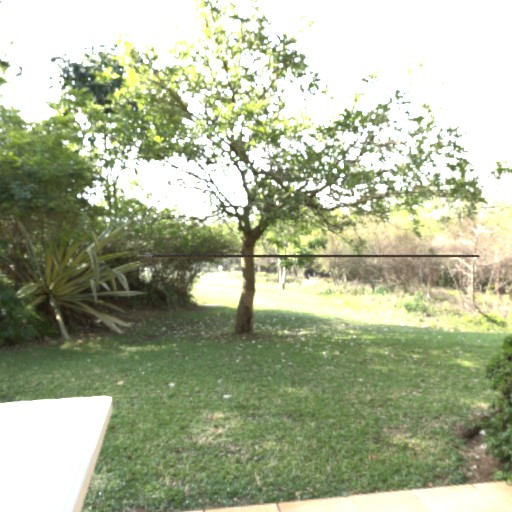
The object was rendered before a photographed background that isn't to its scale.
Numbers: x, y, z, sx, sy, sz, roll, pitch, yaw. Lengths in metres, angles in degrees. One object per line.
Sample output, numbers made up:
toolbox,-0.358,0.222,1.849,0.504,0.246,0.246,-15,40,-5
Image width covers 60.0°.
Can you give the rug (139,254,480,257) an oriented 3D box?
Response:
rug,0.000,0.000,3.078,1.524,0.012,2.438,0,0,-16
